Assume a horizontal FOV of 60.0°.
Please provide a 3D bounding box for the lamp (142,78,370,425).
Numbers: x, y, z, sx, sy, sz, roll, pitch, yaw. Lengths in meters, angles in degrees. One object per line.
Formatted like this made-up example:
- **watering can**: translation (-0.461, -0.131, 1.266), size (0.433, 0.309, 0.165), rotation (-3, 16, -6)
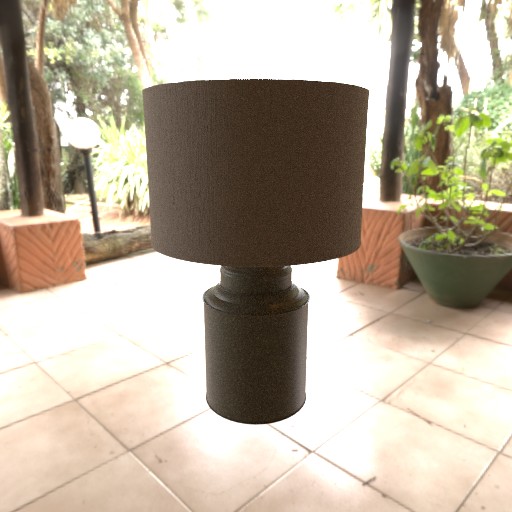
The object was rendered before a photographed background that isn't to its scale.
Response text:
- **lamp**: translation (0.000, 0.000, 0.696), size (0.318, 0.486, 0.318), rotation (0, 14, 0)
